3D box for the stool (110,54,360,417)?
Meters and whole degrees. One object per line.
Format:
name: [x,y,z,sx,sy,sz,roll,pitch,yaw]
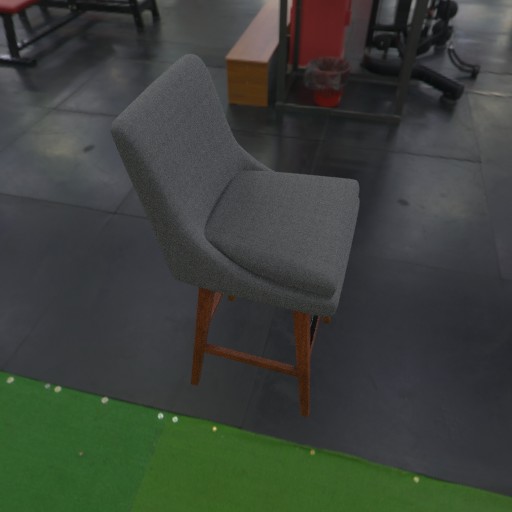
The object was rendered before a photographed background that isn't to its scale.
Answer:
stool: [0.000,0.000,1.302,0.524,0.977,0.447,12,46,12]
